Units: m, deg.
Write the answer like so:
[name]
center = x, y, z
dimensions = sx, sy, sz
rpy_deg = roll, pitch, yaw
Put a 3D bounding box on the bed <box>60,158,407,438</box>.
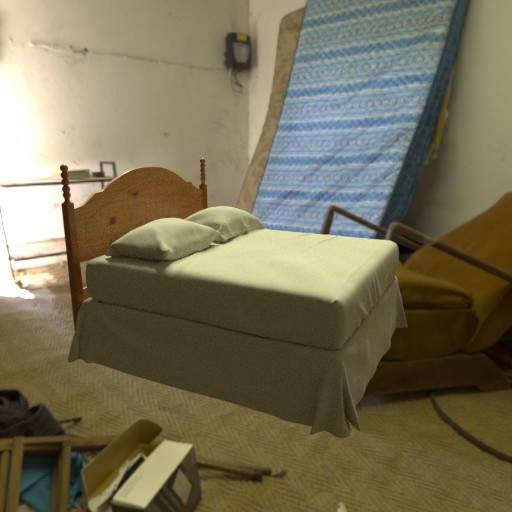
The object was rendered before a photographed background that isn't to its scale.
[bed]
center = 0.000, 0.000, 3.285
dimensions = 2.040, 1.356, 1.873
rpy_deg = 7, 16, 26
